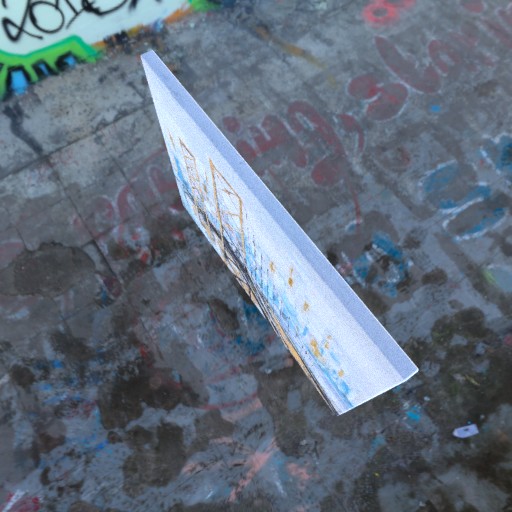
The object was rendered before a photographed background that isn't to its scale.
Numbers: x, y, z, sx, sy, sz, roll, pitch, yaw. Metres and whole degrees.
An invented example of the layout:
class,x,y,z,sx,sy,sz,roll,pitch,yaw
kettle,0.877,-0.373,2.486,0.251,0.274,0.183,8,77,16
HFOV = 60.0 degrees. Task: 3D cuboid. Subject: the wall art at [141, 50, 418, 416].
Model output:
class,x,y,z,sx,sy,sz,roll,pitch,yaw
wall art,0.000,0.000,1.340,0.038,0.762,1.016,-32,69,-14
